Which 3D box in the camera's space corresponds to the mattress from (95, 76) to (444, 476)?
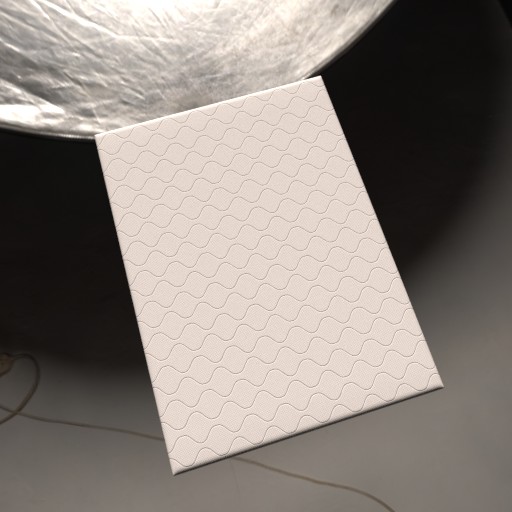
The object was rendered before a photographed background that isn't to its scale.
[{"bbox_3d":[0.000,0.000,2.473,1.400,0.200,1.900,-16,75,-4],"label":"mattress"}]
